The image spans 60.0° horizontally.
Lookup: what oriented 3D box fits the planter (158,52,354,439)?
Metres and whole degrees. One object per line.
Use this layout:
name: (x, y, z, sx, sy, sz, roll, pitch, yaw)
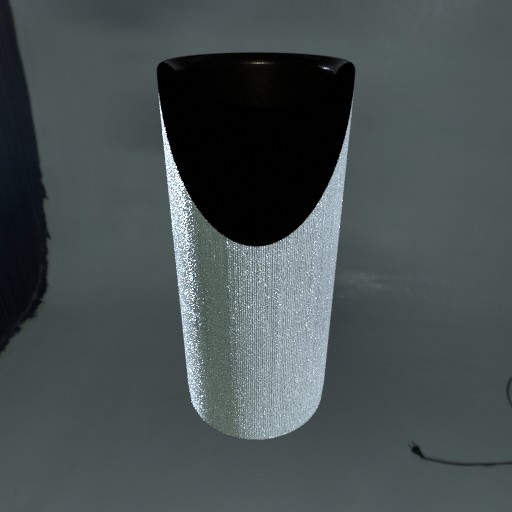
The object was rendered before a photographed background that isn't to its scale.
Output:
planter: (0.000, 0.000, 0.127, 0.045, 0.103, 0.045, 2, 30, 3)
